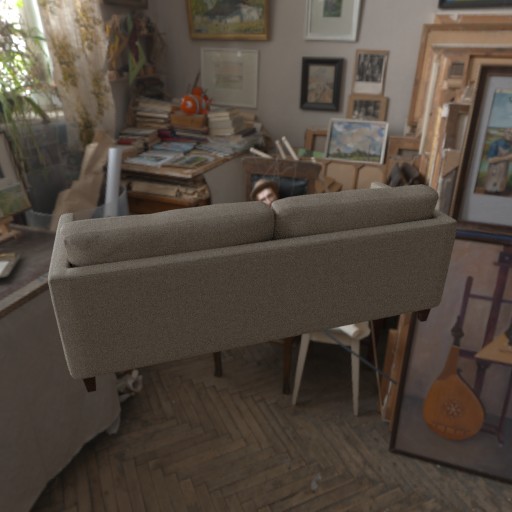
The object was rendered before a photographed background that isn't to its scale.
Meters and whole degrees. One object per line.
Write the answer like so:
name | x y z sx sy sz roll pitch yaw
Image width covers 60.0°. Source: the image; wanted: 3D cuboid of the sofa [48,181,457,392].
sofa | 0.000 0.000 2.979 2.434 0.965 0.951 -8 28 -16
